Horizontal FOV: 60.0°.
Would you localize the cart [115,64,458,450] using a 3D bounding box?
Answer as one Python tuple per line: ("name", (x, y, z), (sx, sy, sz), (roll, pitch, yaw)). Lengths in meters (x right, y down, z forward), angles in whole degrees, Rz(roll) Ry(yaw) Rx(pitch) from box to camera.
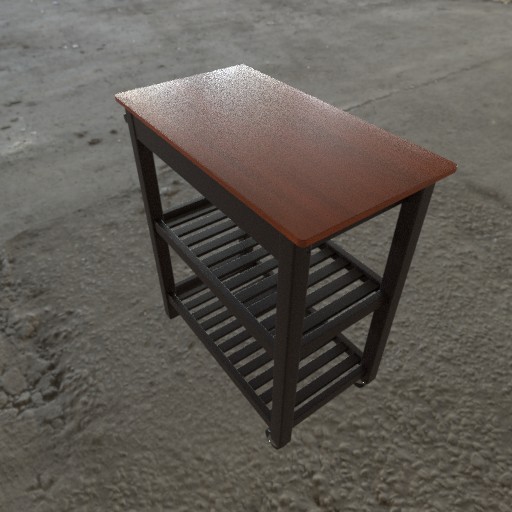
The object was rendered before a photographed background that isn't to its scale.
("cart", (0.000, 0.000, 1.451), (0.457, 0.927, 0.899), (-26, 47, -26))
